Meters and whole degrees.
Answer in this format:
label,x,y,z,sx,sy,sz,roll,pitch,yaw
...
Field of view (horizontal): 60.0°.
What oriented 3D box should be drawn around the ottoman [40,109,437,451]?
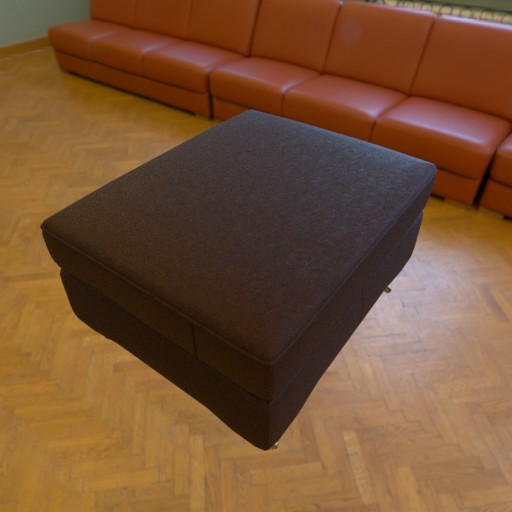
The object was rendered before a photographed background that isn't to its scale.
label,x,y,z,sx,sy,sz,roll,pitch,yaw
ottoman,0.000,0.000,1.817,0.967,0.730,1.187,26,47,27
